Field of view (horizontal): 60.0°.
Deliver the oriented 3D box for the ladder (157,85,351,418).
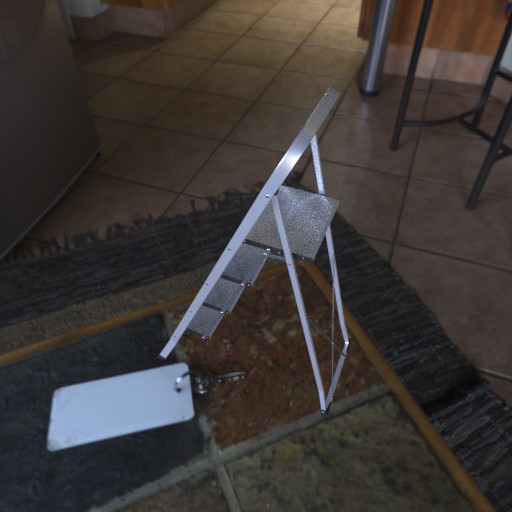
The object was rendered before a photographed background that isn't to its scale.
[{"bbox_3d":[0.000,0.000,1.677,0.830,1.290,0.465,17,49,15],"label":"ladder"}]
